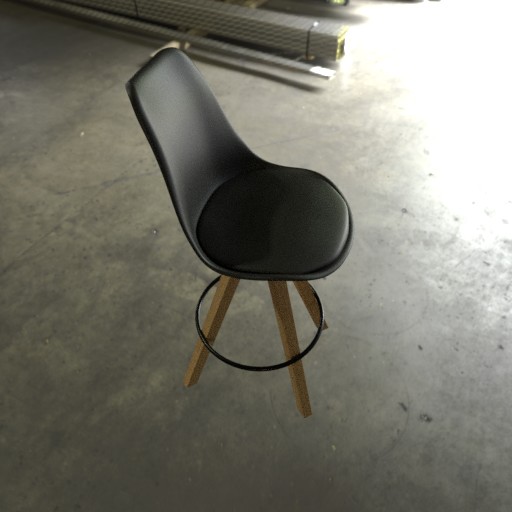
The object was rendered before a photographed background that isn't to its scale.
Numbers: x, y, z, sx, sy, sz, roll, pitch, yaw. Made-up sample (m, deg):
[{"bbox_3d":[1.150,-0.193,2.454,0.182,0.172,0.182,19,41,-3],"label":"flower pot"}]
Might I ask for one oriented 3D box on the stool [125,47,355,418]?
[{"bbox_3d":[0.000,0.000,1.358,0.550,1.115,0.485,11,47,10],"label":"stool"}]
